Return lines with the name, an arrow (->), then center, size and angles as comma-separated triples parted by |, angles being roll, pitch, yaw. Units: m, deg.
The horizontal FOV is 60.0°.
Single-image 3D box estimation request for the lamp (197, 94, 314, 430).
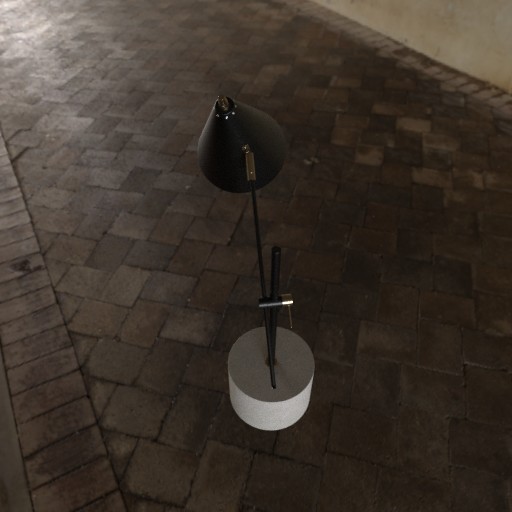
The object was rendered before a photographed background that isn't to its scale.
lamp -> 0.000, 0.000, 0.738 | 0.214, 0.518, 0.403 | 2, 46, 2
